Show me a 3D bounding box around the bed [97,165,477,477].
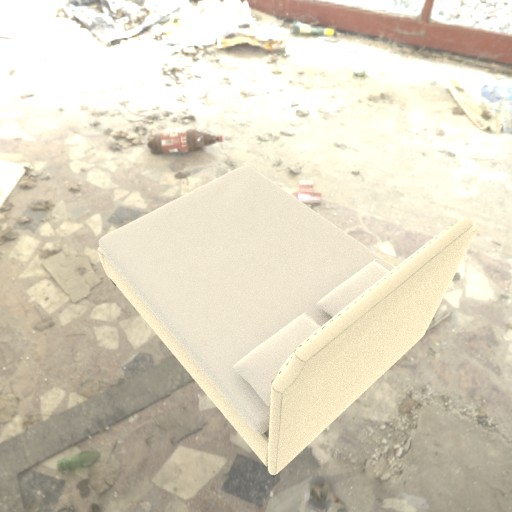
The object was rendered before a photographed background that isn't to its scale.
[{"bbox_3d":[0.000,0.000,3.445,1.712,1.497,2.372,-32,55,-26],"label":"bed"}]
